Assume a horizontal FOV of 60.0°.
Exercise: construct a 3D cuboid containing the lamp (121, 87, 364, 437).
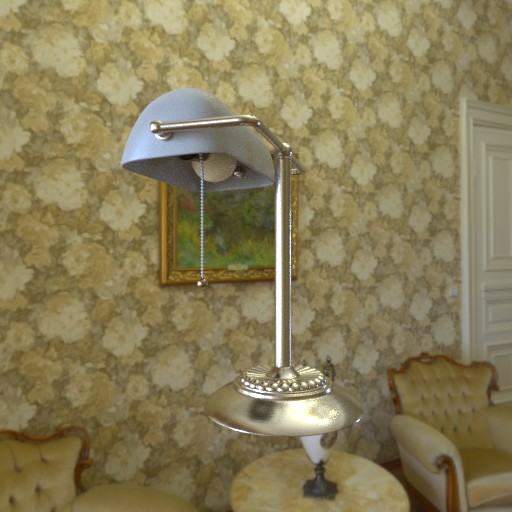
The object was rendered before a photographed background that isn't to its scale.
[{"bbox_3d":[0.000,0.000,0.513,0.243,0.339,0.264,0,0,17],"label":"lamp"}]
